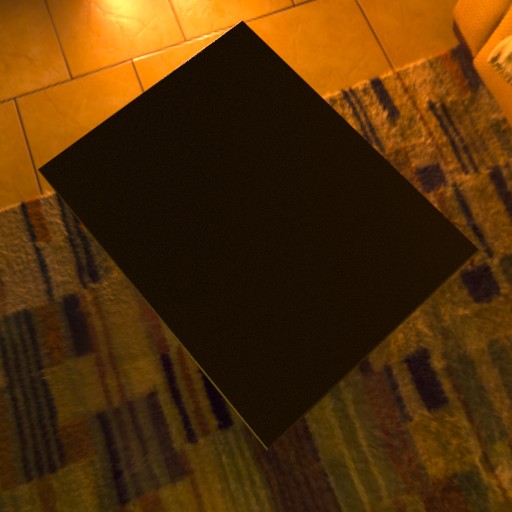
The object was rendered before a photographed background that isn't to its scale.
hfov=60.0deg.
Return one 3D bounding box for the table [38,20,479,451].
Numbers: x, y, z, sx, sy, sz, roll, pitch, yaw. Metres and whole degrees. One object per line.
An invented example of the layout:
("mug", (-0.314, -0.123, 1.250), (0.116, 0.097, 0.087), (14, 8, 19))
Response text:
("table", (0.000, 0.000, 1.014), (0.451, 0.646, 0.564), (-40, 79, -9))
